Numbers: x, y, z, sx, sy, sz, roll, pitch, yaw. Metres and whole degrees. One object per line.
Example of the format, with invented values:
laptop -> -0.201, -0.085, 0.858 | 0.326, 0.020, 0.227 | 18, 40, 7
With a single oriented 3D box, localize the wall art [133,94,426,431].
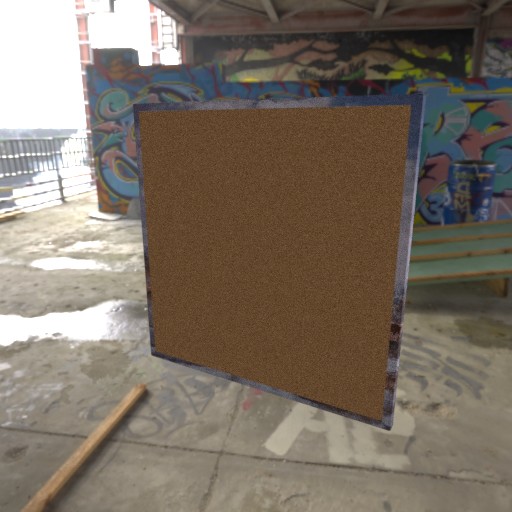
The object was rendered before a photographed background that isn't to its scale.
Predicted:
wall art -> 0.000, 0.000, 1.348 | 0.888, 0.897, 0.035 | 9, 18, 28
